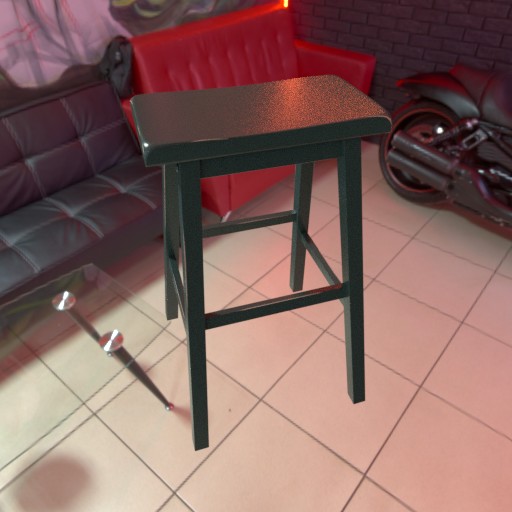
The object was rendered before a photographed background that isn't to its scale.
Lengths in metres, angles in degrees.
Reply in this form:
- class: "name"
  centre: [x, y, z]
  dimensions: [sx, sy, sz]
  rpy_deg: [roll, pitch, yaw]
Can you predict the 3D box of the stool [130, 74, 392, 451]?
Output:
- class: "stool"
  centre: [0.000, 0.000, 1.063]
  dimensions: [0.457, 0.737, 0.476]
  rpy_deg: [-11, 41, -13]
